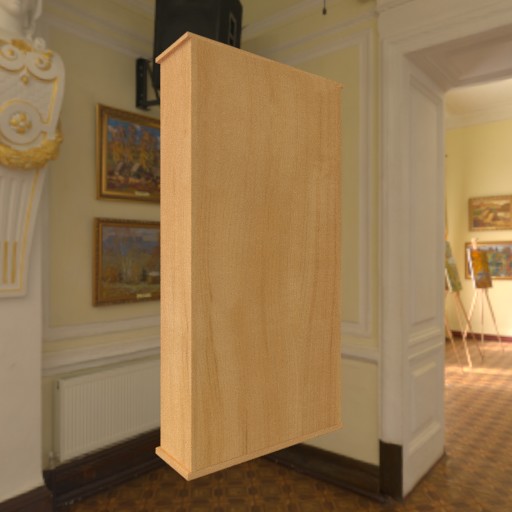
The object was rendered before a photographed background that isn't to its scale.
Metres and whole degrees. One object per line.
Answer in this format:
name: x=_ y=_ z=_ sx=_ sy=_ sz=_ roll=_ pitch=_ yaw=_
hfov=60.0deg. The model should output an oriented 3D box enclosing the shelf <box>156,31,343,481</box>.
shelf: x=0.000 y=0.000 z=1.236 sx=0.520 sy=1.030 sz=0.175 roll=0 pitch=0 yaw=-37
